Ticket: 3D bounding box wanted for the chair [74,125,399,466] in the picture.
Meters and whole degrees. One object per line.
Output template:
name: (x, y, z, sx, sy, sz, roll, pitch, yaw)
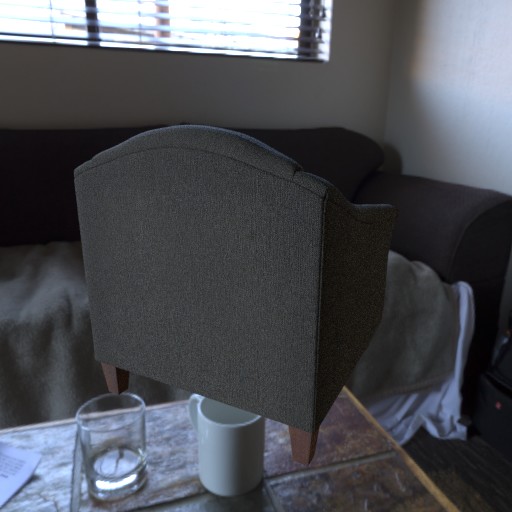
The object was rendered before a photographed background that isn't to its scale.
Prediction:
chair: (0.000, 0.000, 1.475, 0.763, 0.839, 0.787, 9, 19, 27)
